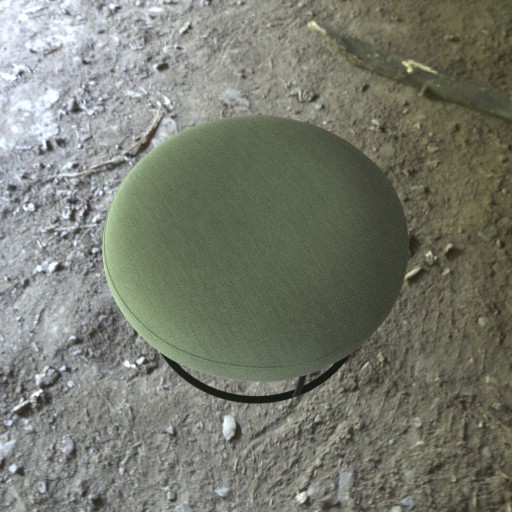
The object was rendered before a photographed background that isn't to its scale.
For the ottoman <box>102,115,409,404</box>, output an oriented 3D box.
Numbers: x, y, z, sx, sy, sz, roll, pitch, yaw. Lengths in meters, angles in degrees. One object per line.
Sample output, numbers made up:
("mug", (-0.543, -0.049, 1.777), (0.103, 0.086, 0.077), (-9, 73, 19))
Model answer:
("ottoman", (0.000, 0.000, 1.244), (0.769, 0.459, 0.769), (0, 59, 0))
